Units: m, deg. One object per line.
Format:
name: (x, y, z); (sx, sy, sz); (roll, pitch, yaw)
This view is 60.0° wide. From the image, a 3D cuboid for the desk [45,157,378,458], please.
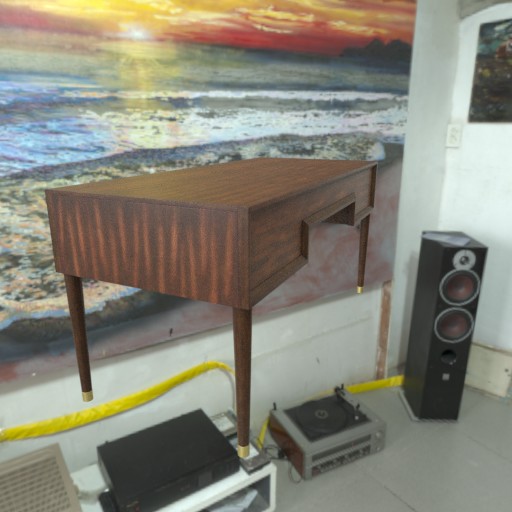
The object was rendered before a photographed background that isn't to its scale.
desk: (0.000, 0.000, 2.019); (0.724, 0.762, 1.575); (8, 18, 25)
